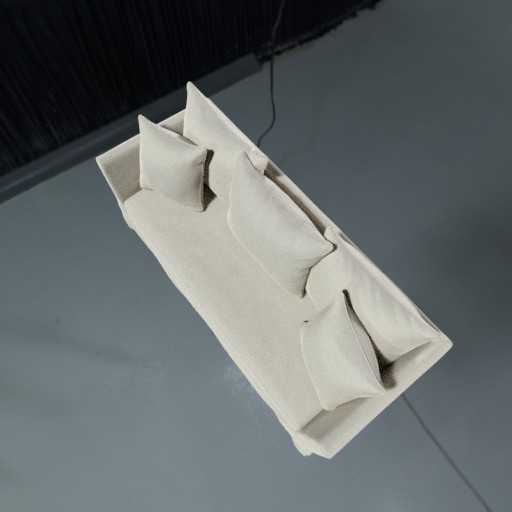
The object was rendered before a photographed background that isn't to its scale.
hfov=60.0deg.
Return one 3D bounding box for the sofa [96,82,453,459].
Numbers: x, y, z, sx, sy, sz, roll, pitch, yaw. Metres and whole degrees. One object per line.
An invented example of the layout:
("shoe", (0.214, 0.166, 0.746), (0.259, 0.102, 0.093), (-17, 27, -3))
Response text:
("sofa", (0.000, 0.000, 3.062), (1.046, 1.047, 2.499), (-35, 68, -16))
